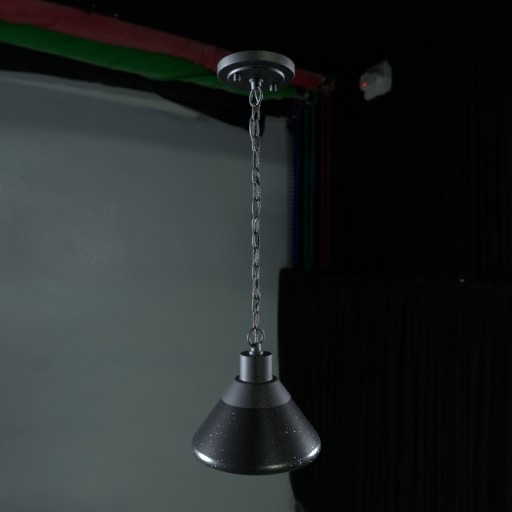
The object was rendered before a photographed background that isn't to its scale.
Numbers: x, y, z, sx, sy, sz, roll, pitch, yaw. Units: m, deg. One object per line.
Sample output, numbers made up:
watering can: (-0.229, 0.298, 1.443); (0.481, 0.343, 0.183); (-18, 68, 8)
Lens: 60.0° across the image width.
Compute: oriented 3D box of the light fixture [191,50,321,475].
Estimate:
light fixture: (0.000, 0.000, 0.694); (0.201, 0.588, 0.201); (0, 0, -36)
